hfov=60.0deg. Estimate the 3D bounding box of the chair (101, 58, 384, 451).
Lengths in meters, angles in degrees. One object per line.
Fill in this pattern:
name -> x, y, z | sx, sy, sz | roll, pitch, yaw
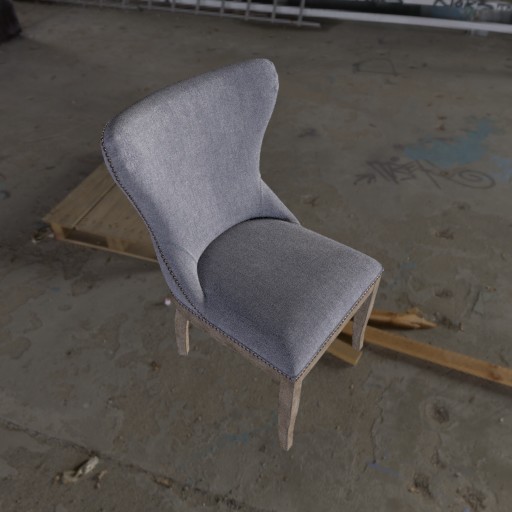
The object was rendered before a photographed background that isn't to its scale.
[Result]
chair -> 0.000, 0.000, 1.438 | 0.681, 1.002, 0.654 | 28, 49, 27
